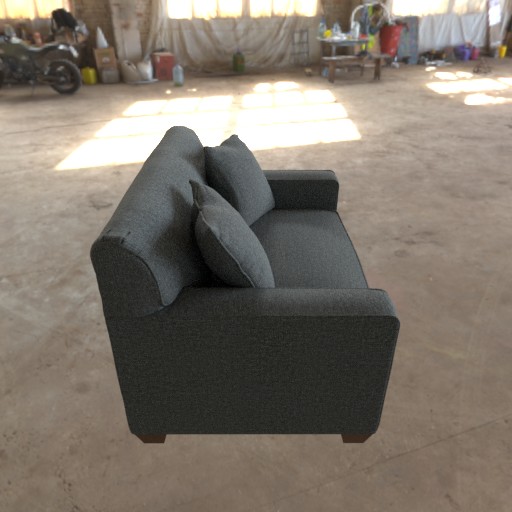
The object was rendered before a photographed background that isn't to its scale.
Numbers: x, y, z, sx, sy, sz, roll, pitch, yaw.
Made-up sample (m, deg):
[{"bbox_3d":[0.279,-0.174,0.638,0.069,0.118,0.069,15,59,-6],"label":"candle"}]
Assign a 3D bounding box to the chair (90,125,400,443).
[{"bbox_3d":[0.000,0.000,2.078,1.000,0.948,1.383,0,31,0],"label":"chair"}]
